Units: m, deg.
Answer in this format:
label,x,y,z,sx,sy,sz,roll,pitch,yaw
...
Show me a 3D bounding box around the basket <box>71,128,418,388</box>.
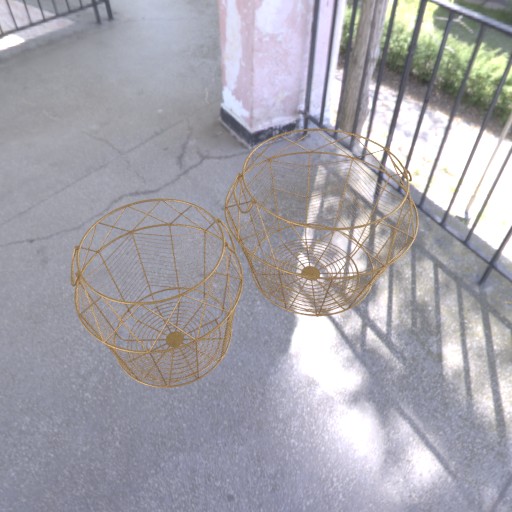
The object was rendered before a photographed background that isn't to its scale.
label,x,y,z,sx,sy,sz,roll,pitch,yaw
basket,0.000,0.000,1.038,0.805,0.343,0.451,-24,51,-21
